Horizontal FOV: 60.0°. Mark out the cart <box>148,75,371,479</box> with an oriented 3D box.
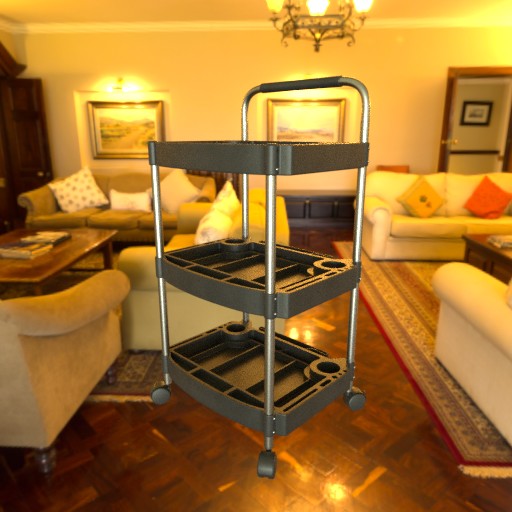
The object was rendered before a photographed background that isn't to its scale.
[{"bbox_3d":[0.000,0.000,1.405,0.584,1.075,0.518,14,21,42],"label":"cart"}]
